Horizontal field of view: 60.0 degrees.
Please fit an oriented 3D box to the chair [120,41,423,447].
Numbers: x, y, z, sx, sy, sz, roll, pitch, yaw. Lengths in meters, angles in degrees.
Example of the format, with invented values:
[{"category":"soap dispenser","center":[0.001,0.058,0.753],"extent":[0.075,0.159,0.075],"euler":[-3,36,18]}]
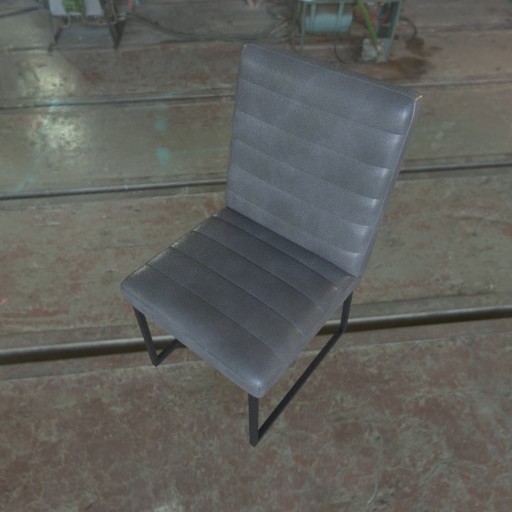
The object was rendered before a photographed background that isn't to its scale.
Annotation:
[{"category":"chair","center":[0.000,0.000,1.289],"extent":[0.520,0.930,0.634],"euler":[30,54,25]}]
